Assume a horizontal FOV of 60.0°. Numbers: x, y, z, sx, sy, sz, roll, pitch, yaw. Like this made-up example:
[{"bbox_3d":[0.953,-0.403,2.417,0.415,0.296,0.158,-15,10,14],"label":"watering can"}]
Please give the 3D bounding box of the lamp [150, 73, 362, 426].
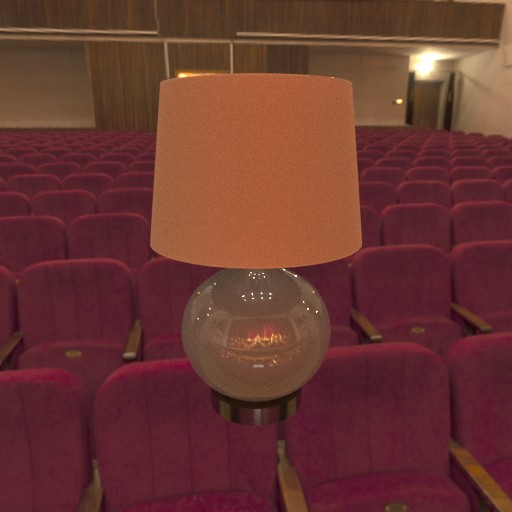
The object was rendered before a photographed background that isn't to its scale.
[{"bbox_3d":[0.000,0.000,0.535,0.247,0.387,0.247,0,16,0],"label":"lamp"}]
